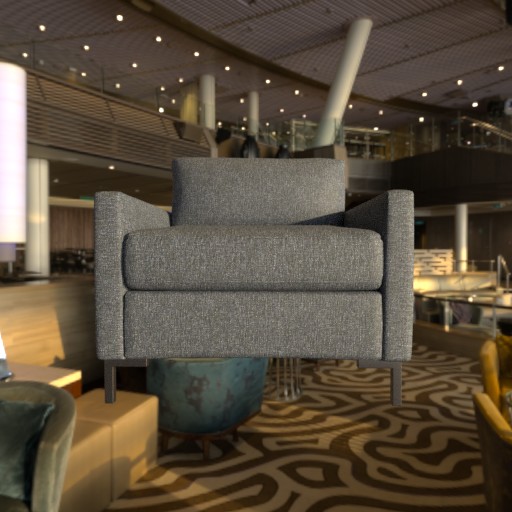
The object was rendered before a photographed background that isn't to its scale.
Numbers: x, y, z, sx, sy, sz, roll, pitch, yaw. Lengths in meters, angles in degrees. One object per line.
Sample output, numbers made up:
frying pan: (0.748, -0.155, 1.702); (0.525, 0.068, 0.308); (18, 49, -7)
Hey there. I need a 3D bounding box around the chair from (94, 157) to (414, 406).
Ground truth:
chair: (0.000, 0.000, 1.693); (0.963, 0.861, 0.866); (0, 1, 1)
